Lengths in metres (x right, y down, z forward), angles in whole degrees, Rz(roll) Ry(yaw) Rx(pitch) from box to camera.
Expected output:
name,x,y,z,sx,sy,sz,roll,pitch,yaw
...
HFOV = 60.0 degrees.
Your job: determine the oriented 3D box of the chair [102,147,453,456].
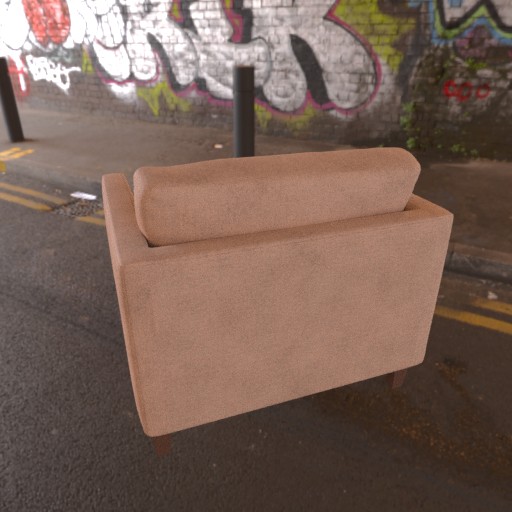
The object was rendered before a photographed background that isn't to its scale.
name,x,y,z,sx,sy,sz,roll,pitch,yaw
chair,0.000,0.000,1.841,1.133,0.961,0.959,-9,28,-18
